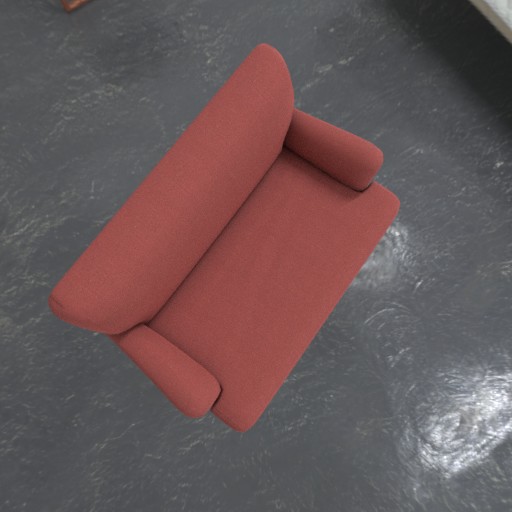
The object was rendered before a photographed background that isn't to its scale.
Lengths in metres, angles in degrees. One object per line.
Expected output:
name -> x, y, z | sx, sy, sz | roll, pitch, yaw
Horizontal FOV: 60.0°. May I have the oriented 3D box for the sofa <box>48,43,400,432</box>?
sofa -> 0.000, 0.000, 1.837 | 0.779, 0.889, 1.297 | 35, 79, 8
